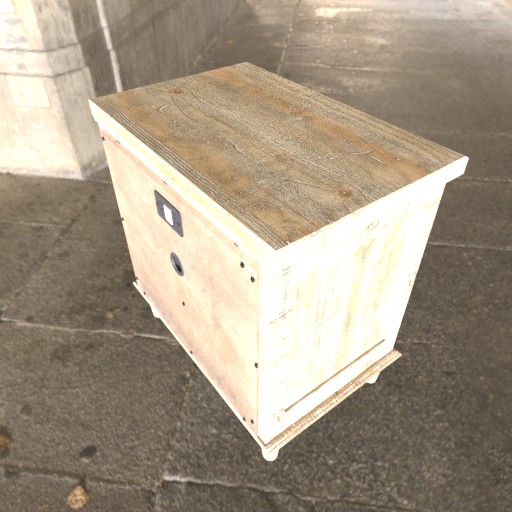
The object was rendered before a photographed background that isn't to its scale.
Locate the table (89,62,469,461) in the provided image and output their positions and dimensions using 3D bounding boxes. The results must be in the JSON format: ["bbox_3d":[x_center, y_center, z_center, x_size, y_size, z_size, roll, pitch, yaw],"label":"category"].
[{"bbox_3d":[0.000,0.000,1.136,0.457,0.711,0.686,-26,47,-27],"label":"table"}]
